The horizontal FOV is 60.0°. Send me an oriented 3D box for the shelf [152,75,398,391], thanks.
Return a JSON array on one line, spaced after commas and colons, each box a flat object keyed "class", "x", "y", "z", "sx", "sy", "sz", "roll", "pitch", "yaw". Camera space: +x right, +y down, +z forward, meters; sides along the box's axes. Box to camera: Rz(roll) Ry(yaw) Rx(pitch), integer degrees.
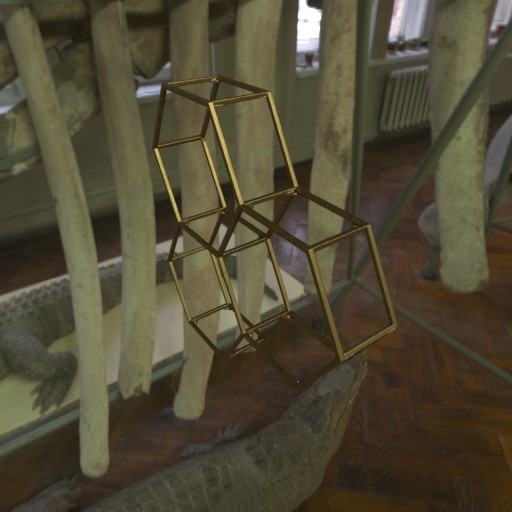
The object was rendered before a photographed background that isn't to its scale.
[{"class": "shelf", "x": 0.000, "y": 0.000, "z": 1.036, "sx": 0.150, "sy": 0.701, "sz": 0.708, "roll": -22, "pitch": 39, "yaw": -29}]
